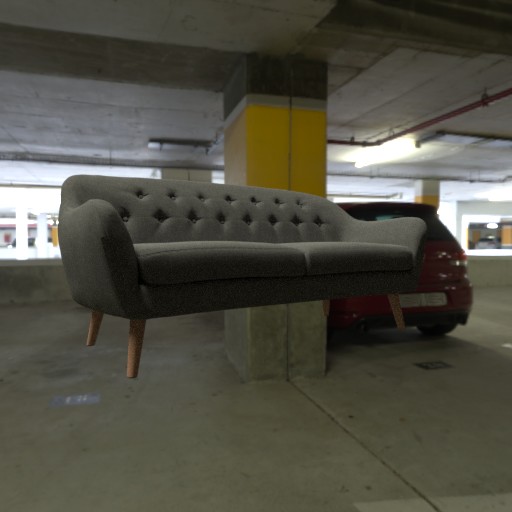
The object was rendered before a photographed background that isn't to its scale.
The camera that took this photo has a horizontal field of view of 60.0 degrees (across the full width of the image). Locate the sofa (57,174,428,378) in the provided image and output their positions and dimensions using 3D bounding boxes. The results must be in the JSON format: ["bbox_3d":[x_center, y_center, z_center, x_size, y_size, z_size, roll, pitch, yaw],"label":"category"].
[{"bbox_3d":[0.000,0.000,2.265,1.840,0.820,0.820,-1,2,-35],"label":"sofa"}]
